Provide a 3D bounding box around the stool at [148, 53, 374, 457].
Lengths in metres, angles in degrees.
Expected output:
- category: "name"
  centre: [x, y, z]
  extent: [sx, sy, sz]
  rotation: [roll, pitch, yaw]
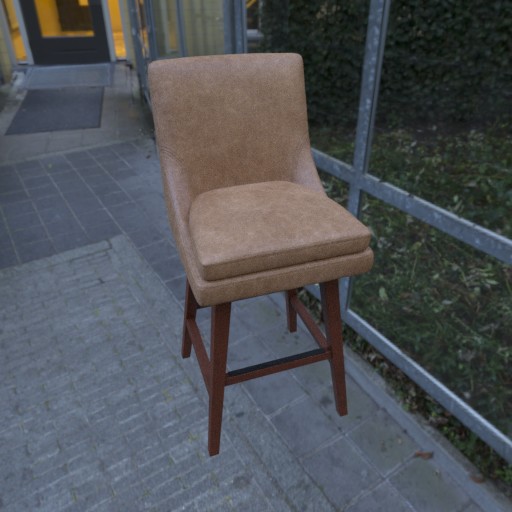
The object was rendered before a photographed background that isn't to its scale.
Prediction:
- category: "stool"
  centre: [0.000, 0.000, 1.378]
  extent: [0.487, 1.079, 0.572]
  rotation: [-11, 34, -16]
